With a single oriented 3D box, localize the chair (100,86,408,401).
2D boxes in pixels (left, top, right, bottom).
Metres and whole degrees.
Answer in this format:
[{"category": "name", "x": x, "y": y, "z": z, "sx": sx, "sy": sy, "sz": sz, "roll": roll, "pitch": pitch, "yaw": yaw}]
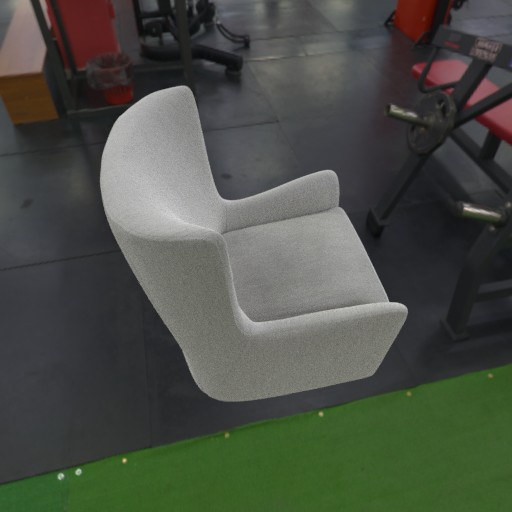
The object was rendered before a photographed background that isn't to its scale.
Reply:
[{"category": "chair", "x": 0.000, "y": 0.000, "z": 1.651, "sx": 0.904, "sy": 1.000, "sz": 0.779, "roll": -8, "pitch": 47, "yaw": -7}]
